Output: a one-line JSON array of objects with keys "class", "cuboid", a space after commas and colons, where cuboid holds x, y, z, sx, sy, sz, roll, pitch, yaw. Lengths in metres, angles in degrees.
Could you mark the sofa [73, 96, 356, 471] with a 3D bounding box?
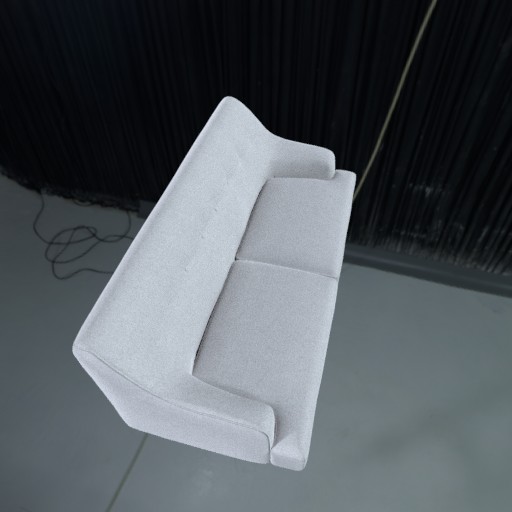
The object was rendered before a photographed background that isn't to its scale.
[{"class": "sofa", "cuboid": [0.000, 0.000, 2.549, 0.978, 0.871, 2.057, 11, 49, 10]}]
